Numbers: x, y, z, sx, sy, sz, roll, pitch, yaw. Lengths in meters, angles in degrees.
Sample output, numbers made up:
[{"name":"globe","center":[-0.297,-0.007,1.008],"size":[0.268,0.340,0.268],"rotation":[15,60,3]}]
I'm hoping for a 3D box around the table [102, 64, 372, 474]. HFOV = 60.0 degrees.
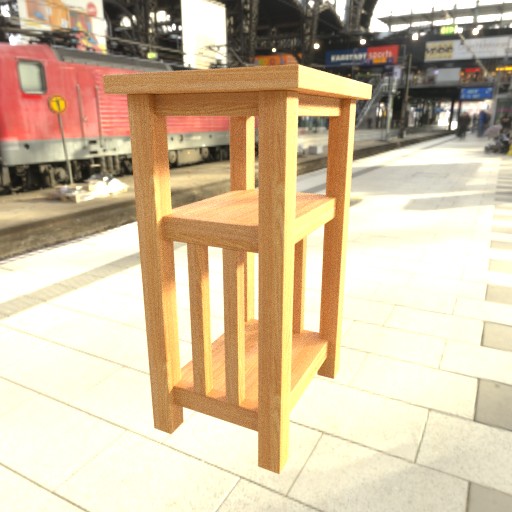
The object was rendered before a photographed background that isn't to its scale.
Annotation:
[{"name":"table","center":[0.000,0.000,0.745],"size":[0.270,0.550,0.350],"rotation":[8,19,25]}]
